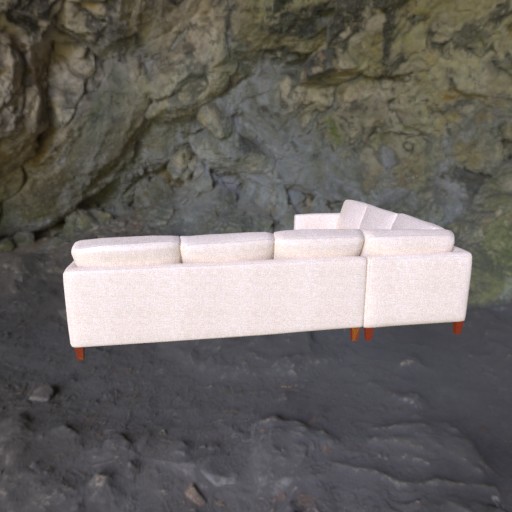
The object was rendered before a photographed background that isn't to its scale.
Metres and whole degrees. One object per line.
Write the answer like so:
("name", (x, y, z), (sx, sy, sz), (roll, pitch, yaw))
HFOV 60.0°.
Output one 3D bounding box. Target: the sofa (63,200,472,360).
("sofa", (0.000, 0.000, 4.713), (3.302, 0.947, 2.593), (-2, 14, -9))
